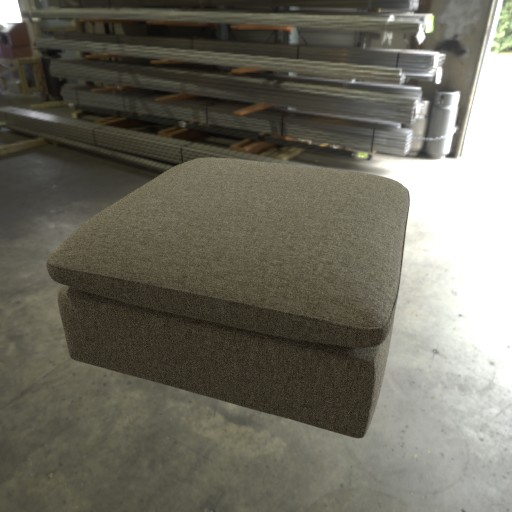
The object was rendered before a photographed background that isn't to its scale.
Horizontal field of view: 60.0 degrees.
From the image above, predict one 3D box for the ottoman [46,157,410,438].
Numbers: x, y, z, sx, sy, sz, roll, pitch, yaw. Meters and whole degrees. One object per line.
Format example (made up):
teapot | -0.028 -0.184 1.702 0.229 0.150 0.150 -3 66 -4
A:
ottoman | 0.000 0.000 1.647 1.035 0.526 1.039 10 31 17
